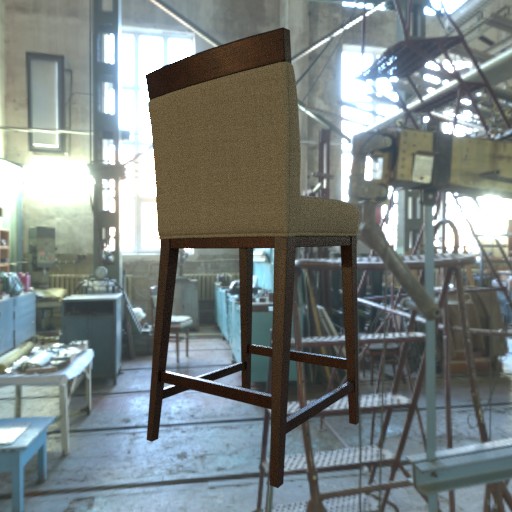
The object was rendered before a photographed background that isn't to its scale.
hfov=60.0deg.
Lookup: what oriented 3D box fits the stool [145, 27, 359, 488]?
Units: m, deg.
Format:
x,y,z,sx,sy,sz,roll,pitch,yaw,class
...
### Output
x,y,z,sx,sy,sz,roll,pitch,yaw,class
0.000,0.000,1.272,0.463,1.011,0.480,0,1,35,stool
